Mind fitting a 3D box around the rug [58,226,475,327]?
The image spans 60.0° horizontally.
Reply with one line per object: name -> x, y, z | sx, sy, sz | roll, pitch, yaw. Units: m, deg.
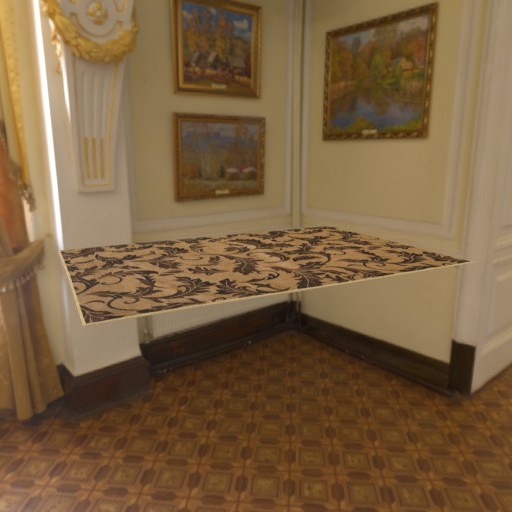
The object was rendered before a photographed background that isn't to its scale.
rug -> 0.000, 0.000, 2.895 | 2.284, 0.008, 1.522 | -7, 15, -26
